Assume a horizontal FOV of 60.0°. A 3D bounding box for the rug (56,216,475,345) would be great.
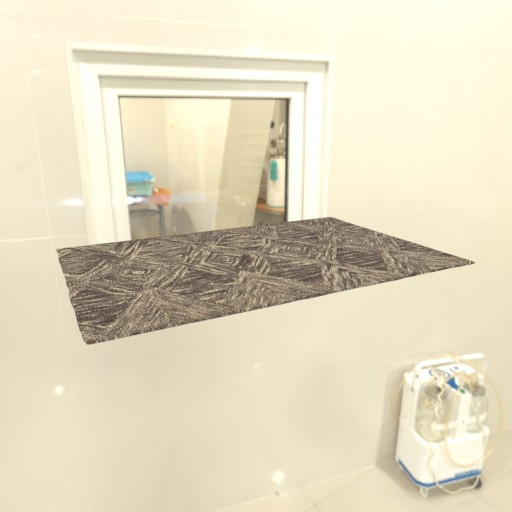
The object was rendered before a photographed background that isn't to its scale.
[{"bbox_3d":[0.000,0.000,2.275,1.814,0.012,1.186,-9,19,-26],"label":"rug"}]
